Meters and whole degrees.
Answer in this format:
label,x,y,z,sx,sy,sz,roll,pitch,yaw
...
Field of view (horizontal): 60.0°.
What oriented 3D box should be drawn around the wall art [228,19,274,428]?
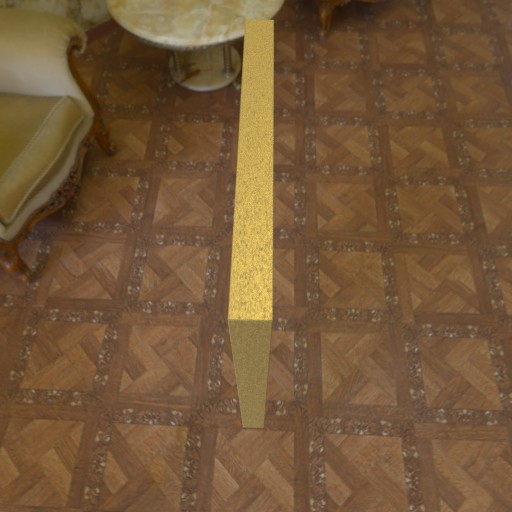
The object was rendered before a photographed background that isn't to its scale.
label,x,y,z,sx,sy,sz,roll,pitch,yaw
wall art,0.000,0.000,0.878,0.048,0.642,0.537,1,59,1
